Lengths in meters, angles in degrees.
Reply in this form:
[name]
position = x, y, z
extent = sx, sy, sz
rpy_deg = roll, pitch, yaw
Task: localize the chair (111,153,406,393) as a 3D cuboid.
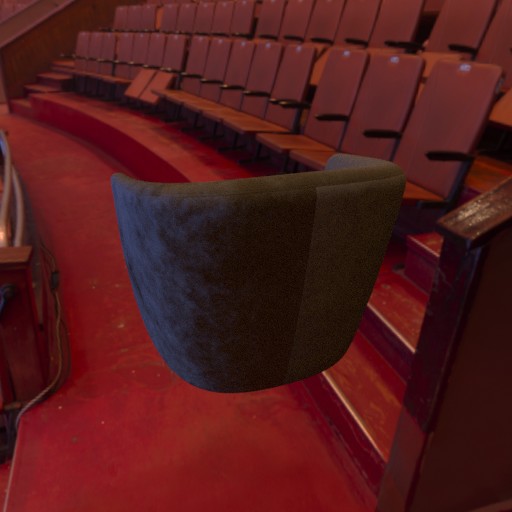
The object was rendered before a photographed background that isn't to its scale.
[chair]
position = 0.000, 0.000, 1.350
extent = 0.773, 0.698, 0.767
rpy_deg = -9, 28, -16
